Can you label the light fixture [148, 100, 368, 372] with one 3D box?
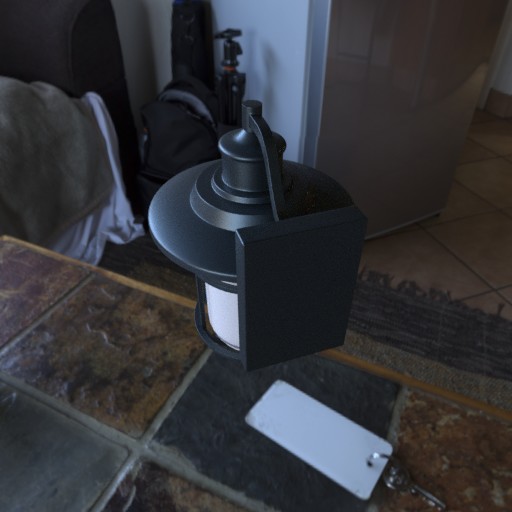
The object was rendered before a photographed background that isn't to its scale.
[{"bbox_3d":[0.000,0.000,0.508,0.222,0.345,0.252,-12,41,-14],"label":"light fixture"}]
